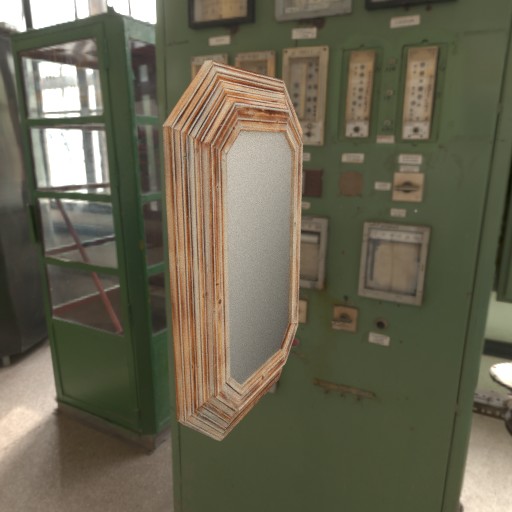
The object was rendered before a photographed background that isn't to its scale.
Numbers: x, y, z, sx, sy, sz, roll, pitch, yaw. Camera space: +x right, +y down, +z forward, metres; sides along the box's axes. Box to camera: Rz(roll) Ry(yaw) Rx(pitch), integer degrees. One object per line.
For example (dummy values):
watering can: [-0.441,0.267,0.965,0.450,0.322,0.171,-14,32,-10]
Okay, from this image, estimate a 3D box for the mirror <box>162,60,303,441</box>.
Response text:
mirror: [0.000,0.000,1.304,0.061,1.015,0.709,8,17,27]
